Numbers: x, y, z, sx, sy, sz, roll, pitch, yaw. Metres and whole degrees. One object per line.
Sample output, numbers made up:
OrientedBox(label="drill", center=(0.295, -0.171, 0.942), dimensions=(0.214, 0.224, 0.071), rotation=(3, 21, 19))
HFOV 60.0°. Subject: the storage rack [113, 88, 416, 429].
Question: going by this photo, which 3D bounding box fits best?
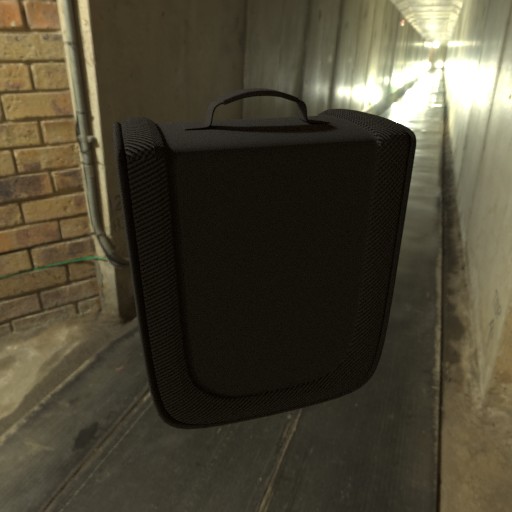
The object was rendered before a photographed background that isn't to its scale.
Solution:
OrientedBox(label="storage rack", center=(0.000, 0.000, 0.547), dimensions=(0.297, 0.387, 0.168), rotation=(-7, 27, -15))
